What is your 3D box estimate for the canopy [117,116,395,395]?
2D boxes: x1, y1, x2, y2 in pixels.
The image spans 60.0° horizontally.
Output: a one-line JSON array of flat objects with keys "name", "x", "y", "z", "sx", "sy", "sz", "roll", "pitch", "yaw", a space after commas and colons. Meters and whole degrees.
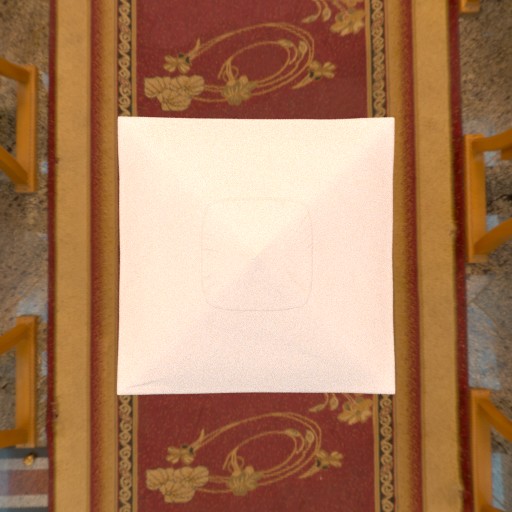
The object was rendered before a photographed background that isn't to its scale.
[{"name": "canopy", "x": 0.000, "y": 0.000, "z": 5.483, "sx": 2.998, "sy": 2.997, "sz": 2.996, "roll": 0, "pitch": 90, "yaw": -1}]
